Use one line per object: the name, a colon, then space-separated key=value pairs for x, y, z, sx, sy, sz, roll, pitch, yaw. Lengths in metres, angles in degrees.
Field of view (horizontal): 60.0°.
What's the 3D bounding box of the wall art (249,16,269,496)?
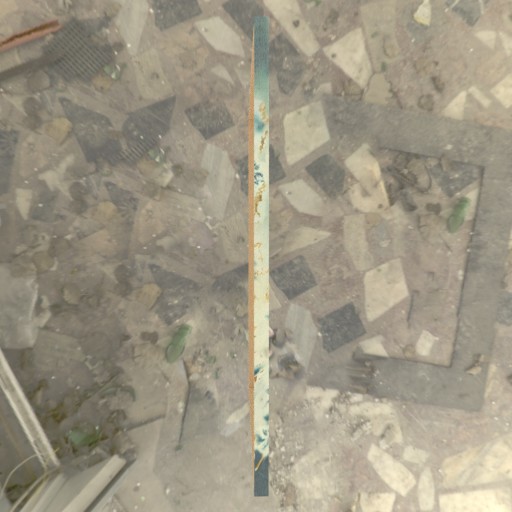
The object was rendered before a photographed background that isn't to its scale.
wall art: x=0.000 y=0.000 z=1.430 sx=0.035 sy=0.759 sz=1.138 roll=0 pitch=91 yaw=-2
